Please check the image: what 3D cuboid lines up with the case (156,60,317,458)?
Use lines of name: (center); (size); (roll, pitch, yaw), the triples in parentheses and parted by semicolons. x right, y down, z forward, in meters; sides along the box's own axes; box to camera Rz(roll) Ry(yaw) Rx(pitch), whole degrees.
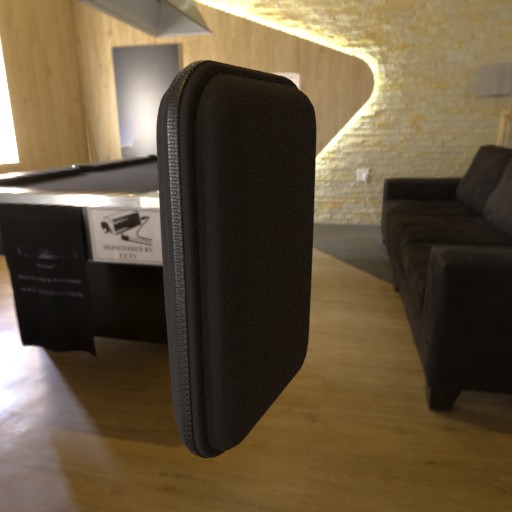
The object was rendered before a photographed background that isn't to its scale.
case: (0.000, 0.000, 0.190); (0.030, 0.147, 0.107); (9, 19, 26)
